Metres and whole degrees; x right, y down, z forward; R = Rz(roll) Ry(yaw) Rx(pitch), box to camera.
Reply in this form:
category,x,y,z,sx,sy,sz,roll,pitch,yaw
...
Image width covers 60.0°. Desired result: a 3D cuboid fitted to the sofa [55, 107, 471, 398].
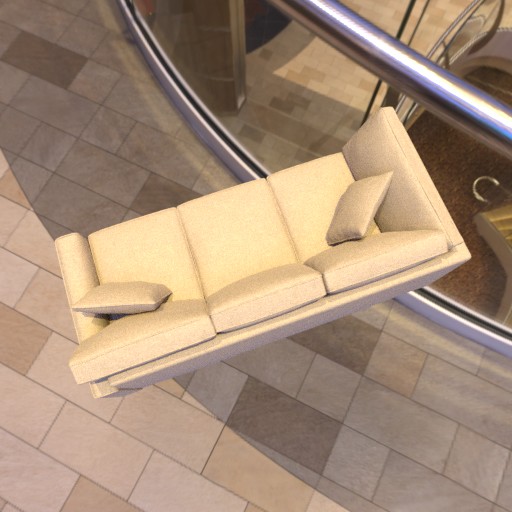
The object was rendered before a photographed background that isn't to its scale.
category,x,y,z,sx,sy,sz,roll,pitch,yaw
sofa,0.000,0.000,2.865,2.317,0.962,1.061,-19,74,-6
